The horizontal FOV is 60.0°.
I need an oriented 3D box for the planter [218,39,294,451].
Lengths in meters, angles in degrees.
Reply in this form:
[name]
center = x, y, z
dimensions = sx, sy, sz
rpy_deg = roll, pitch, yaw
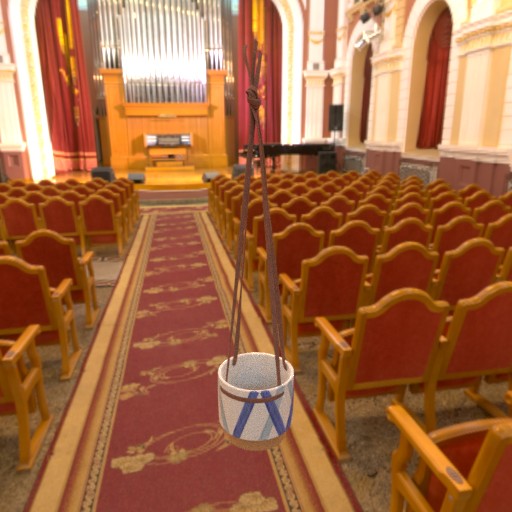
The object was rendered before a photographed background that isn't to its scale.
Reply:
[planter]
center = 0.000, 0.000, 0.821
dimensions = 0.153, 0.753, 0.157
rpy_deg = -3, 16, -10
